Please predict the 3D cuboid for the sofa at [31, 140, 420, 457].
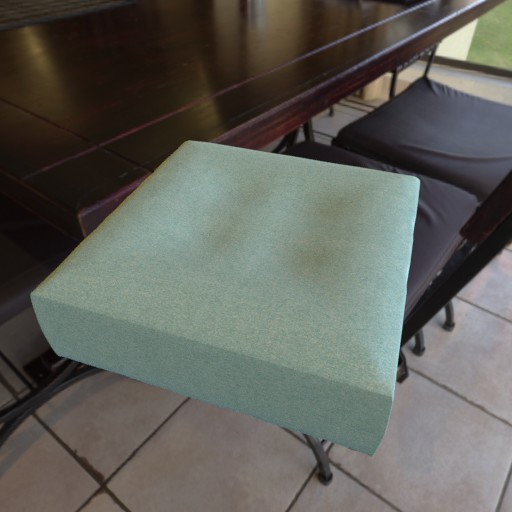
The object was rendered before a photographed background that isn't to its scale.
[{"bbox_3d":[0.000,0.000,1.426,0.930,0.330,0.930,13,42,14],"label":"sofa"}]
